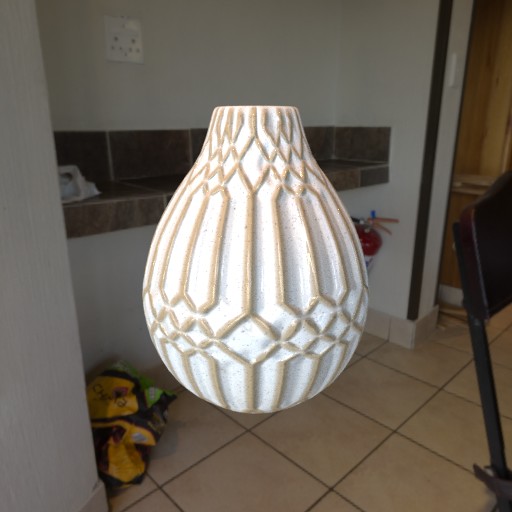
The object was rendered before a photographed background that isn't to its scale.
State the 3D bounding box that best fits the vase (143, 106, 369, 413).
[{"bbox_3d":[0.000,0.000,0.314,0.159,0.200,0.159,0,17,0],"label":"vase"}]
